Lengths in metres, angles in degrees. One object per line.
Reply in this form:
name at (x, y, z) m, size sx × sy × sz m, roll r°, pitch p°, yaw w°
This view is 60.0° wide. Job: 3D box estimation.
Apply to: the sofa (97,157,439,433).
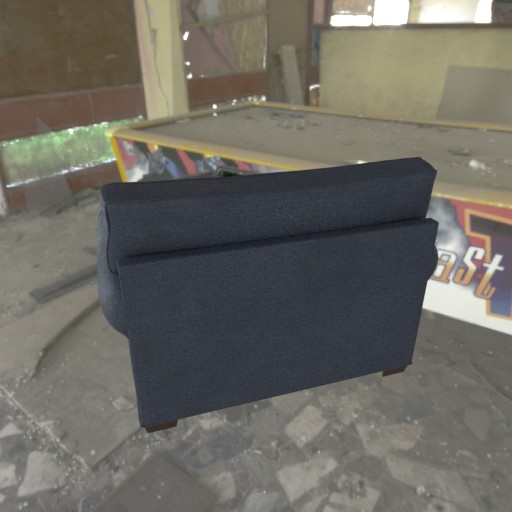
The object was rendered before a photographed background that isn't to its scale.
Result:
sofa at (0.000, 0.000, 2.106) m, size 1.405 × 1.004 × 0.938 m, roll -8°, pitch 28°, yaw -16°
